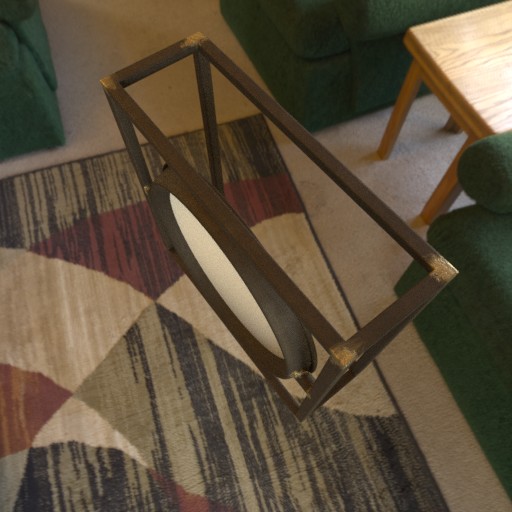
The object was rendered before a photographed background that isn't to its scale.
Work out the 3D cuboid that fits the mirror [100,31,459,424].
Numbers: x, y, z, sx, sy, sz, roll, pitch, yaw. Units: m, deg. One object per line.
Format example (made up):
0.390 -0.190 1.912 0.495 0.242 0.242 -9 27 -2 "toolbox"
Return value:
0.000 0.000 0.470 0.107 0.303 0.306 -34 68 -16 "mirror"
